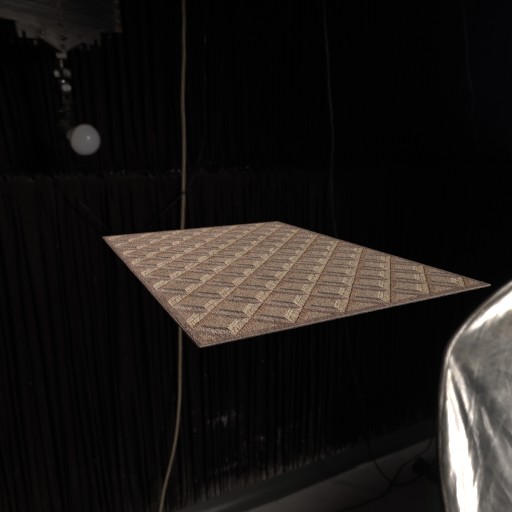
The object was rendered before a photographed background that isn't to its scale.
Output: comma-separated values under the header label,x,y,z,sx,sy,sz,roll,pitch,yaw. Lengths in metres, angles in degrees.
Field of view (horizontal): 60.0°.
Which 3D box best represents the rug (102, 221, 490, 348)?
label,x,y,z,sx,sy,sz,roll,pitch,yaw
rug,0.000,0.000,4.304,2.382,0.018,3.294,-7,16,-26
